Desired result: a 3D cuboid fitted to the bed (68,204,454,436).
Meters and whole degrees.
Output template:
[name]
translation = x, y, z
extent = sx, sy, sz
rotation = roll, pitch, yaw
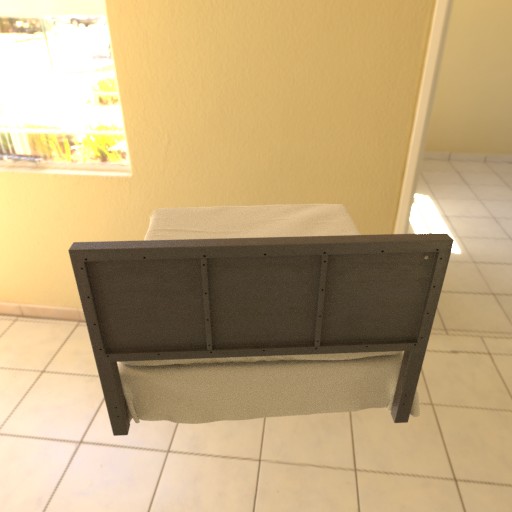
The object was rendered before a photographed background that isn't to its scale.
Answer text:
[bed]
translation = 0.000, 0.000, 2.893
extent = 1.772, 1.142, 1.785
rotation = -2, 30, -3
